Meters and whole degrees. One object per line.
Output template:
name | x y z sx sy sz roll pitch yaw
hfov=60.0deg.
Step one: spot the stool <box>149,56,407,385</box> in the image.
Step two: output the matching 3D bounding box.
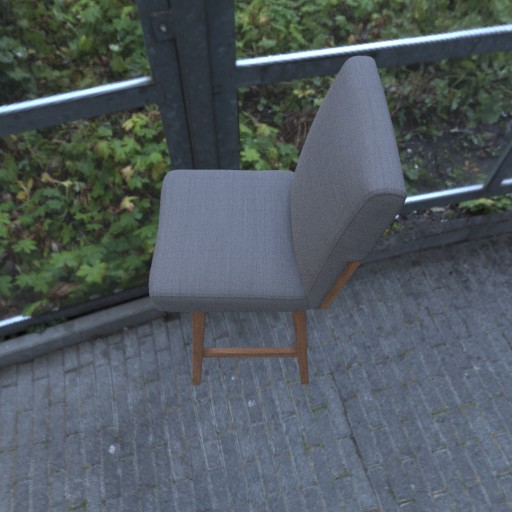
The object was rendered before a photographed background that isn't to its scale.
stool | 0.000 0.000 1.371 0.570 1.112 0.483 0 58 0
